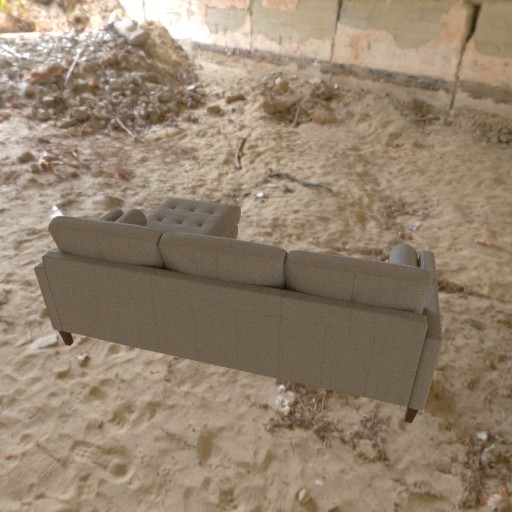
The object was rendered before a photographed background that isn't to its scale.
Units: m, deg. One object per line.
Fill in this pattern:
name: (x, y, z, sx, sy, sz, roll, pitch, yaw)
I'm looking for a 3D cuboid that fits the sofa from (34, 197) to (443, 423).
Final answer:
sofa: (0.000, 0.000, 2.918, 2.178, 0.875, 1.506, 9, 32, 14)
